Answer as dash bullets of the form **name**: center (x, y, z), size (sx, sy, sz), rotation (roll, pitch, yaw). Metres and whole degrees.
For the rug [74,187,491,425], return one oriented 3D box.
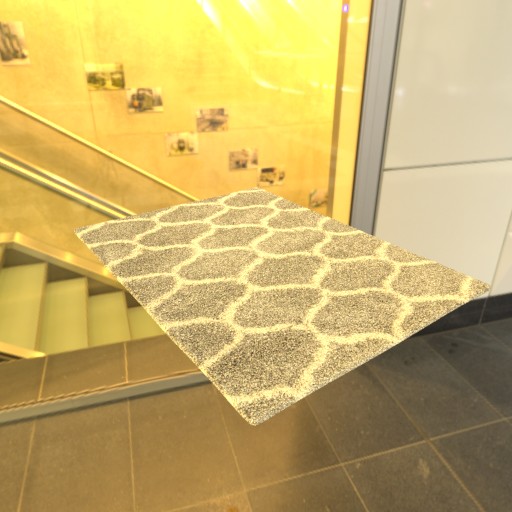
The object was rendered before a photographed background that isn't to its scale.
- **rug**: center (0.000, 0.000, 2.054), size (1.200, 0.025, 1.600), rotation (-18, 32, -32)
